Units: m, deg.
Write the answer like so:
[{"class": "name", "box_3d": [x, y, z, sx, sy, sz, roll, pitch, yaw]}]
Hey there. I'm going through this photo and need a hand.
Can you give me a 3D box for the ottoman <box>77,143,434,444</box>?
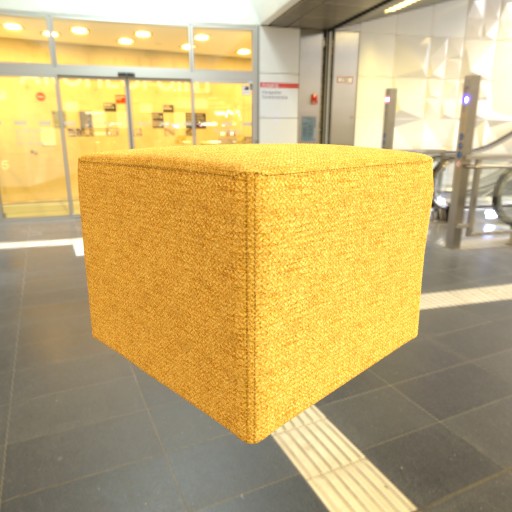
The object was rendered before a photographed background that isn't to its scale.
[{"class": "ottoman", "box_3d": [0.000, 0.000, 0.902, 0.512, 0.441, 0.505, -15, 21, -43]}]
